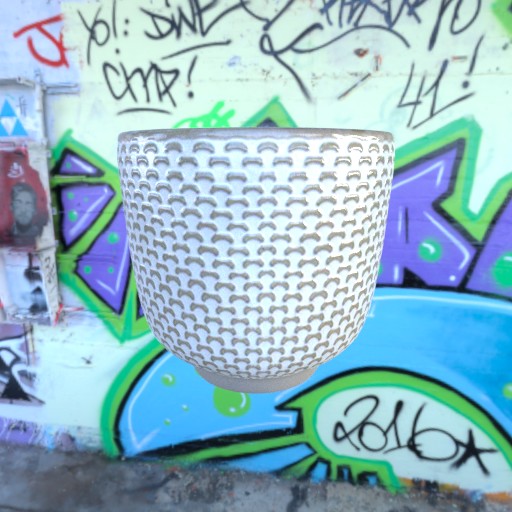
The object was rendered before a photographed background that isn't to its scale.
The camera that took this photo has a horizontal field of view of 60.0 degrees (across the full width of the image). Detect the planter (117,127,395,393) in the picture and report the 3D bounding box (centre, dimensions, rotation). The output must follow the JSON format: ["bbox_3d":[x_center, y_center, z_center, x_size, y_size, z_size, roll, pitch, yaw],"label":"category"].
[{"bbox_3d":[0.000,0.000,0.303,0.173,0.160,0.173,0,13,0],"label":"planter"}]
